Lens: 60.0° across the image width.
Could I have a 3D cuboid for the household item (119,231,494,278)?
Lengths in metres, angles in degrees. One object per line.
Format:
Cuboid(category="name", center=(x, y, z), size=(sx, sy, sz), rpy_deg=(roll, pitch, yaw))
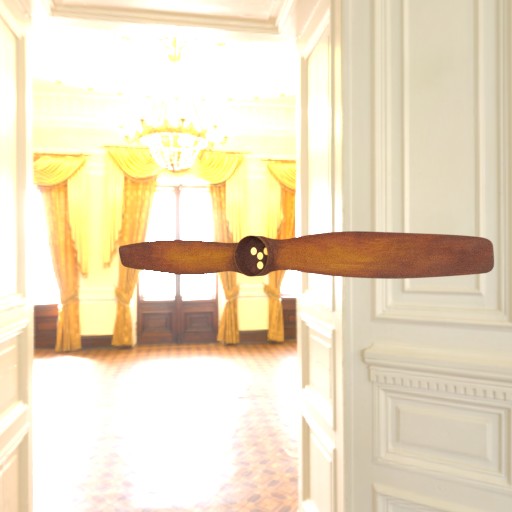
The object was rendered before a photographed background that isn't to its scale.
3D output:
Cuboid(category="household item", center=(0.000, 0.000, 1.239), size=(1.181, 0.121, 0.051), rpy_deg=(0, 0, 35))
